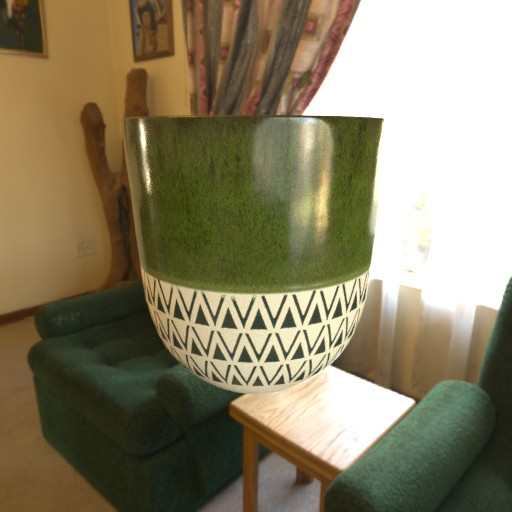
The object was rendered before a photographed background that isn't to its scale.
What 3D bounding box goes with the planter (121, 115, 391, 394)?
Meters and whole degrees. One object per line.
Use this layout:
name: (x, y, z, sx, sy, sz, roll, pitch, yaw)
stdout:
planter: (0.000, 0.000, 0.457, 0.245, 0.270, 0.245, 0, 16, 0)
